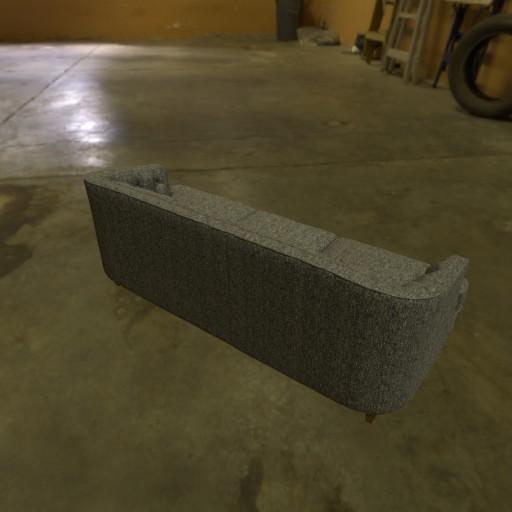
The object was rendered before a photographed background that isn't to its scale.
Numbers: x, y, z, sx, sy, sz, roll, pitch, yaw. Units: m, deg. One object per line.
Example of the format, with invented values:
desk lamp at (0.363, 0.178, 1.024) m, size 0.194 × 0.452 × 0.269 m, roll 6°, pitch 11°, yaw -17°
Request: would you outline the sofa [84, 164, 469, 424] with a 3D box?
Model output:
sofa at (0.000, 0.000, 2.713) m, size 2.278 × 0.855 × 0.941 m, roll 21°, pitch 38°, yaw 31°
